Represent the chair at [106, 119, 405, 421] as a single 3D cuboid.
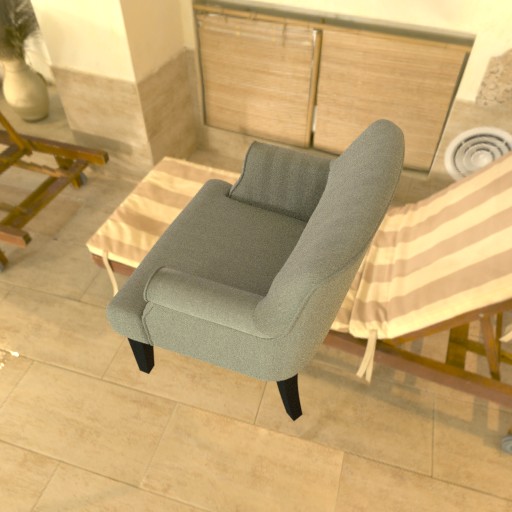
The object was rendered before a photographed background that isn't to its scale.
[{"bbox_3d":[0.000,0.000,1.480,0.755,0.880,0.772,17,49,15],"label":"chair"}]
